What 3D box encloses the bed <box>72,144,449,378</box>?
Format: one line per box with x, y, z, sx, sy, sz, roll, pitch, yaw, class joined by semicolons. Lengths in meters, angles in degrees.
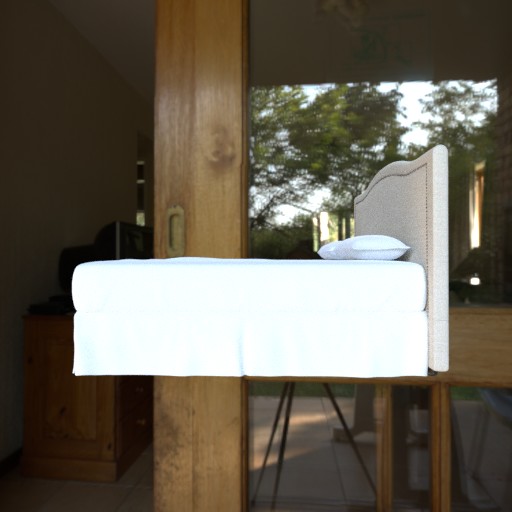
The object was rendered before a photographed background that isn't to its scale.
0.000;0.000;3.517;2.182;1.421;2.083;0;0;0;bed
